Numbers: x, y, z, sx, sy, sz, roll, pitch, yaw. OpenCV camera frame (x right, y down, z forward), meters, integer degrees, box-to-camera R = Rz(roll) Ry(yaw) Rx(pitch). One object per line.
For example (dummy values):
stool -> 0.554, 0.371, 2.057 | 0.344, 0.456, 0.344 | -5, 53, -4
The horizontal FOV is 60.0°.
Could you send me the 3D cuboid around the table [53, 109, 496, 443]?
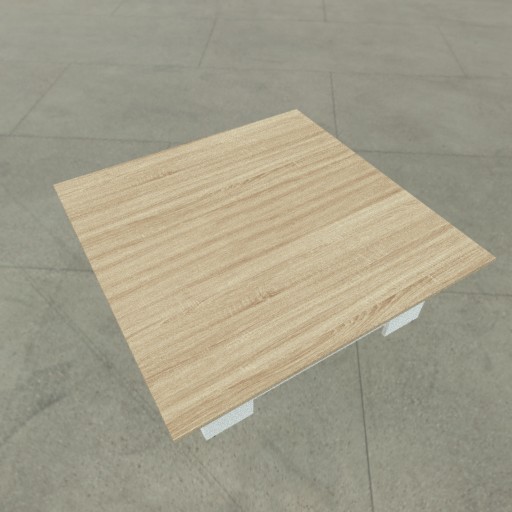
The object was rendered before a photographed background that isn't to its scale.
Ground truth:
table -> 0.000, 0.000, 1.341 | 0.890, 0.305, 0.890 | -24, 51, -21
